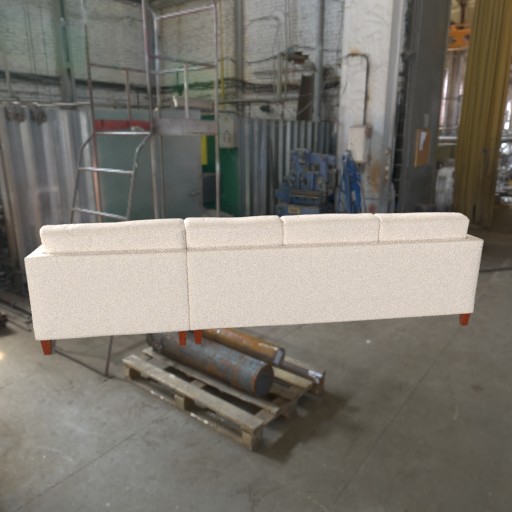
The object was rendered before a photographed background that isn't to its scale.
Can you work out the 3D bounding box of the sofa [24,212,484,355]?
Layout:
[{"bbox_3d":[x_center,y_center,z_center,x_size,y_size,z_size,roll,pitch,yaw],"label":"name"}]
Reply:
[{"bbox_3d":[0.000,0.000,4.085,3.471,0.954,1.606,-2,15,-9],"label":"sofa"}]
